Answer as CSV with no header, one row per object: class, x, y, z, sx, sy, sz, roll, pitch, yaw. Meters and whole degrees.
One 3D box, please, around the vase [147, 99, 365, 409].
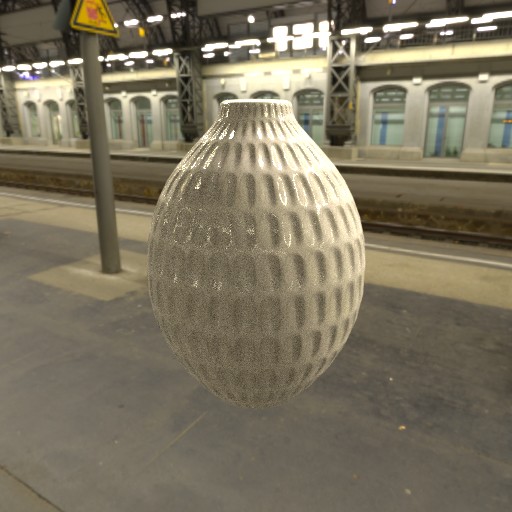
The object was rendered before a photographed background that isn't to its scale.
vase,0.000,0.000,0.337,0.162,0.223,0.162,0,16,0
